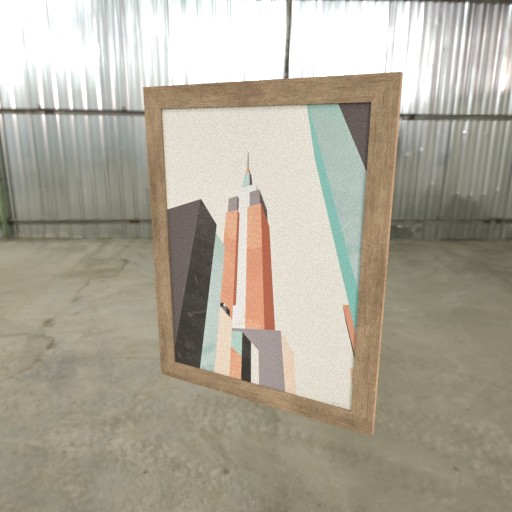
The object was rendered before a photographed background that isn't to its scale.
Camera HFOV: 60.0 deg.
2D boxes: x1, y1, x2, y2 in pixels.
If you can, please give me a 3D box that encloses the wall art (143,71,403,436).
[{"bbox_3d":[0.000,0.000,0.928,0.534,0.686,0.018,8,17,26],"label":"wall art"}]
